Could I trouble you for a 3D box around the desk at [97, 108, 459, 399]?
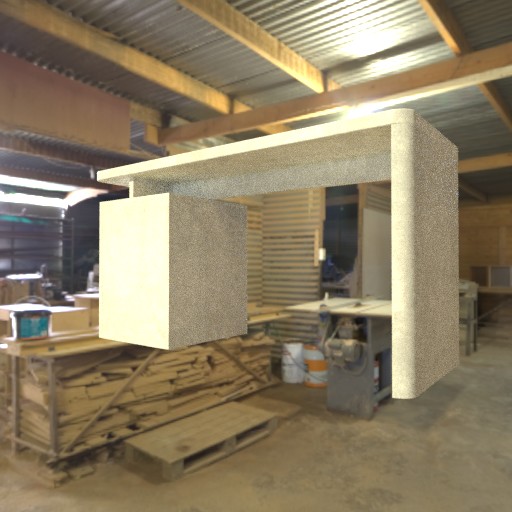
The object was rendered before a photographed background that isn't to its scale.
[{"bbox_3d":[0.000,0.000,1.768,1.400,0.755,0.550,-1,-1,37],"label":"desk"}]
